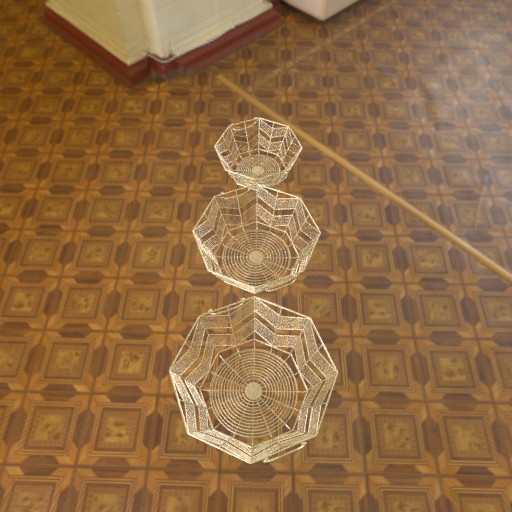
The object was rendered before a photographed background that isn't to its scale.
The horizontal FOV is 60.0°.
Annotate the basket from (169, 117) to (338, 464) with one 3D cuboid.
[{"bbox_3d":[0.000,0.000,1.425,0.432,0.178,1.246,1,57,1],"label":"basket"}]
